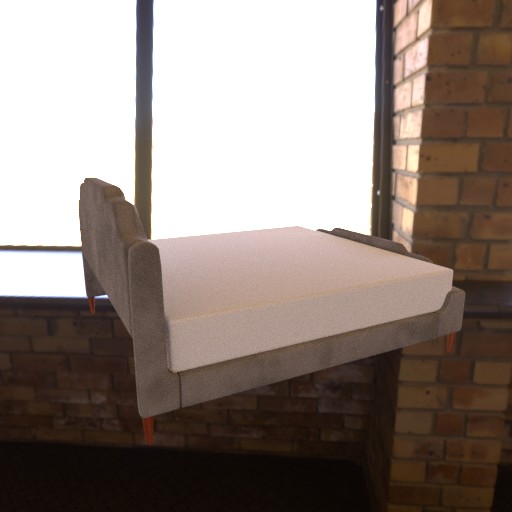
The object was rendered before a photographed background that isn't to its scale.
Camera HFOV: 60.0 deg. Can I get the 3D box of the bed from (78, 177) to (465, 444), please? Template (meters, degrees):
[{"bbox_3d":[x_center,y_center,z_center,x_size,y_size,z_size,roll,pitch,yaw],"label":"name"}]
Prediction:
[{"bbox_3d":[0.000,0.000,3.465,2.340,1.245,2.074,-7,16,-27],"label":"bed"}]
